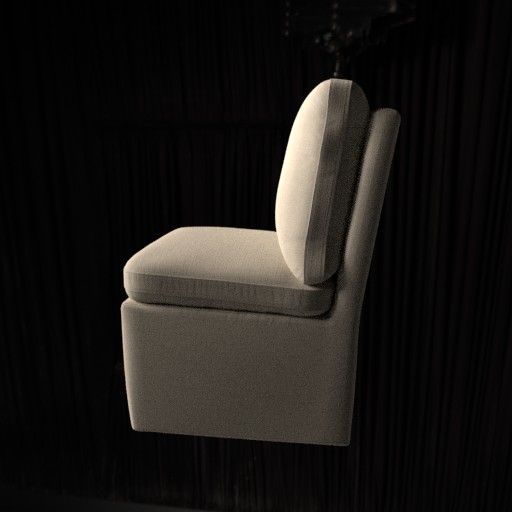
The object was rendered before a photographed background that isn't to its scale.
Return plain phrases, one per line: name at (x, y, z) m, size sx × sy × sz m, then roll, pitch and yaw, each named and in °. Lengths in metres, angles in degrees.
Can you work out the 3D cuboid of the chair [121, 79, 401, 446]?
chair at (0.000, 0.000, 1.323) m, size 0.698 × 0.927 × 0.503 m, roll 2°, pitch 14°, yaw 7°
